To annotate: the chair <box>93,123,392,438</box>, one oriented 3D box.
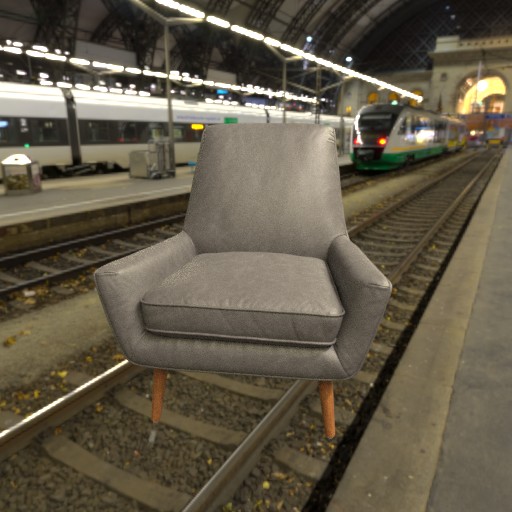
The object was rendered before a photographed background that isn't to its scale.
[{"bbox_3d":[0.000,0.000,1.518,0.787,0.888,0.822,2,15,8],"label":"chair"}]
